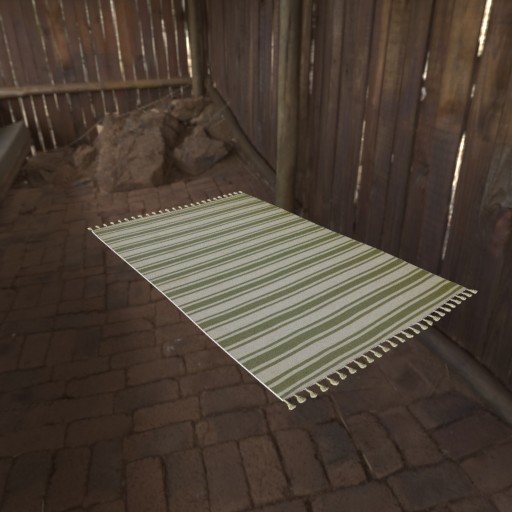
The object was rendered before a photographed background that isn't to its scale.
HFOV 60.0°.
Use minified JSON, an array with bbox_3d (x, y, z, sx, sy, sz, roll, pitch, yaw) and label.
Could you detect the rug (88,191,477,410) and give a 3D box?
[{"bbox_3d":[0.000,0.000,2.370,1.162,0.013,1.875,-19,32,-33],"label":"rug"}]
